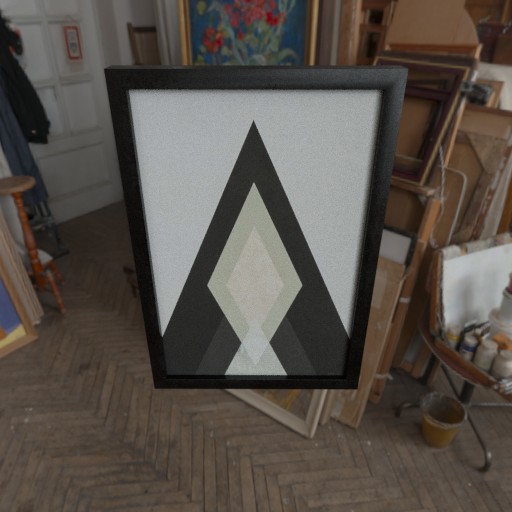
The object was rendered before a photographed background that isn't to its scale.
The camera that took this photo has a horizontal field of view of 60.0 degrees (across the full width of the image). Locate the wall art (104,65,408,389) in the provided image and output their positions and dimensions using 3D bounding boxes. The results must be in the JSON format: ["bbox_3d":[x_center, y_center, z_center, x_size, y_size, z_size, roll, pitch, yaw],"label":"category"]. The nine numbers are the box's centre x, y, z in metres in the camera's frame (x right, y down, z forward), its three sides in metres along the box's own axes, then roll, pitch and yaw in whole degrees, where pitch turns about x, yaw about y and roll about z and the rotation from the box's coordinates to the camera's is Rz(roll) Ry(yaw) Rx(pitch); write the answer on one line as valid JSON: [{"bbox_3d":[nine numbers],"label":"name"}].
[{"bbox_3d":[0.000,0.000,0.580,0.313,0.457,0.031,0,30,0],"label":"wall art"}]
